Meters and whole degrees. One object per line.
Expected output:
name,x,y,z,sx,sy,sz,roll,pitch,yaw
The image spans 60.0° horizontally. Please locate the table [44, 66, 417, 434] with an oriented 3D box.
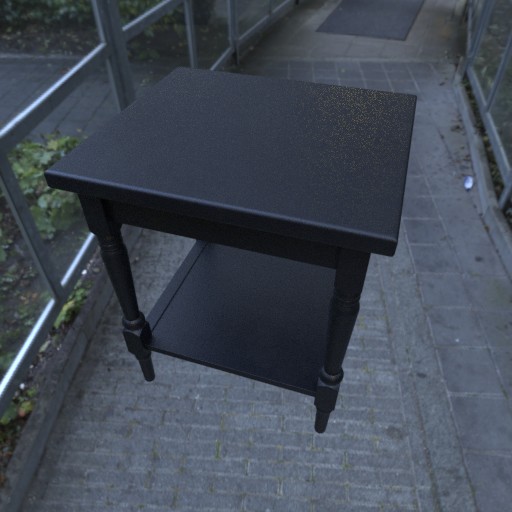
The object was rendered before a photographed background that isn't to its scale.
table,0.000,0.000,0.911,0.488,0.565,0.442,12,44,13
